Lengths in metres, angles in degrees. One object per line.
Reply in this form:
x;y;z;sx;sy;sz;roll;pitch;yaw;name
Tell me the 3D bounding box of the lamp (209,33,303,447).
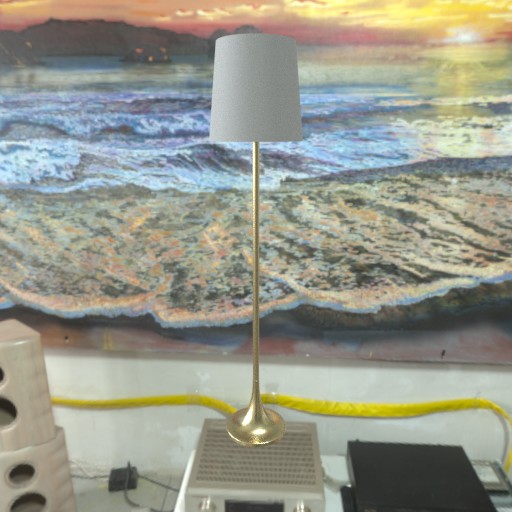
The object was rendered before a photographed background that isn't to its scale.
0.000;0.000;1.720;0.337;1.543;0.337;0;16;0;lamp
